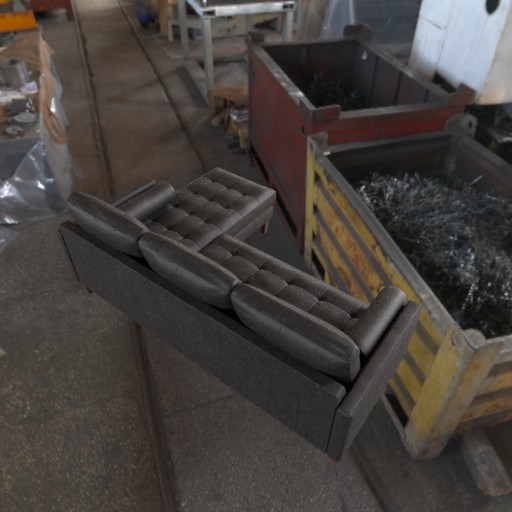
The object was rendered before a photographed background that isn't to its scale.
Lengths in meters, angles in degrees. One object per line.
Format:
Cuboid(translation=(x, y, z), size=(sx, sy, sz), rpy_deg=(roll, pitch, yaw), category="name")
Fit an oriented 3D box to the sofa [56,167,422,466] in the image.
Cuboid(translation=(0.000, 0.000, 2.958), size=(2.178, 0.876, 1.497), rpy_deg=(27, 48, 27), category="sofa")
